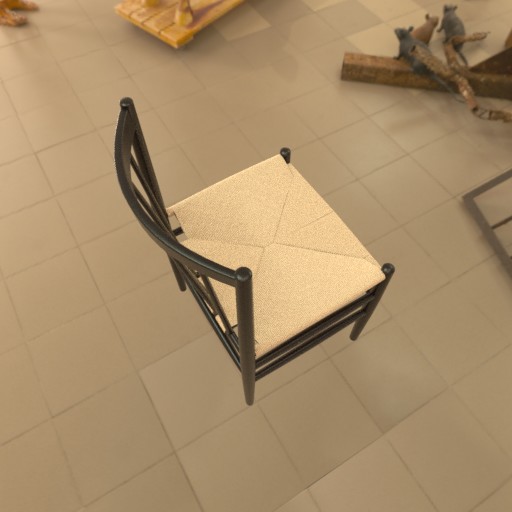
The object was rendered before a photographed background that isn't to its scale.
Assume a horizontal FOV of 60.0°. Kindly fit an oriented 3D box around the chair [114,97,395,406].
[{"bbox_3d":[0.000,0.000,1.168,0.516,0.818,0.495,-28,63,-16],"label":"chair"}]
